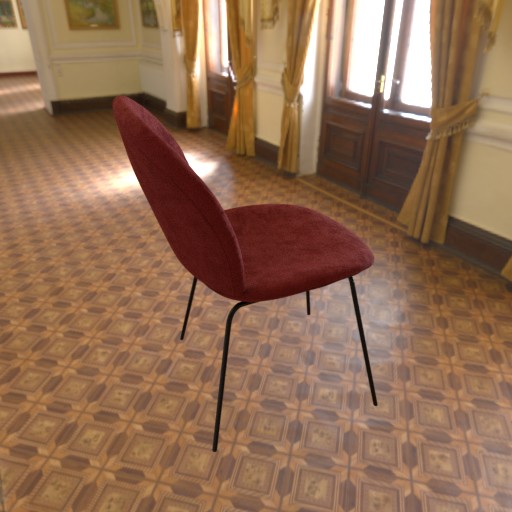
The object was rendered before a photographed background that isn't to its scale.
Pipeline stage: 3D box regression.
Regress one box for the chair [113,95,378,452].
[{"bbox_3d":[0.000,0.000,1.127,0.587,0.791,0.458,-9,30,-16],"label":"chair"}]
